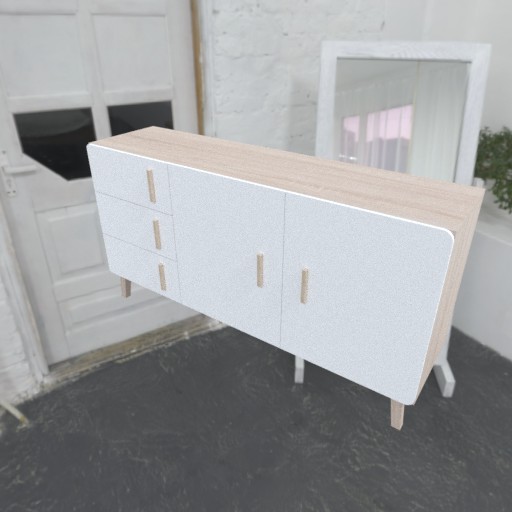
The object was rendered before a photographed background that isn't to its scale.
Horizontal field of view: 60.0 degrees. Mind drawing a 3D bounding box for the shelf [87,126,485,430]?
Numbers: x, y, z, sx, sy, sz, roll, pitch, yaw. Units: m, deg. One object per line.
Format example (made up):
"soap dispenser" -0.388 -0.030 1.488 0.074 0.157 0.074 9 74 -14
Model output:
"shelf" 0.000 0.000 1.819 1.490 0.780 0.400 19 34 30
